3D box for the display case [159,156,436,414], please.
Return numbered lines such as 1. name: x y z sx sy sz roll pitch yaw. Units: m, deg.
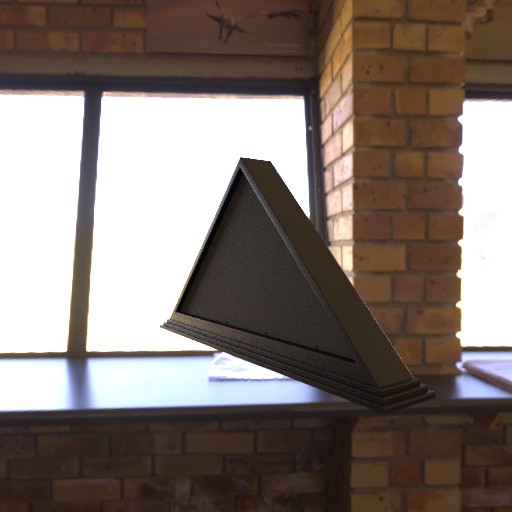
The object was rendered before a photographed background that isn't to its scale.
1. display case: 0.000 0.000 0.779 0.095 0.340 0.640 -1 2 -35
